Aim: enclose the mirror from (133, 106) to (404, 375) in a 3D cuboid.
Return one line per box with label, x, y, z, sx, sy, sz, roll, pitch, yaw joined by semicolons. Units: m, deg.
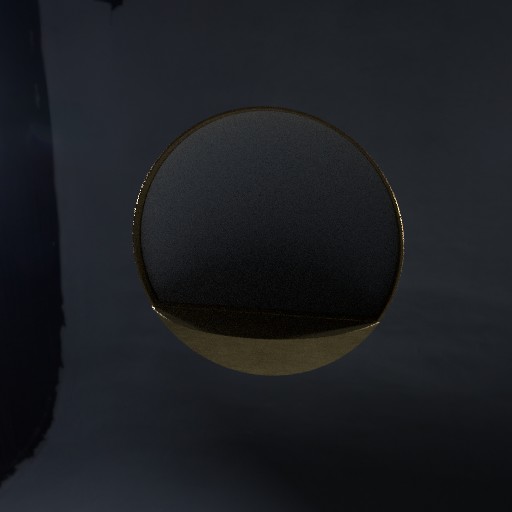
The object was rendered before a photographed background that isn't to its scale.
mirror;0.000;0.000;0.703;0.457;0.457;0.133;3;14;11
